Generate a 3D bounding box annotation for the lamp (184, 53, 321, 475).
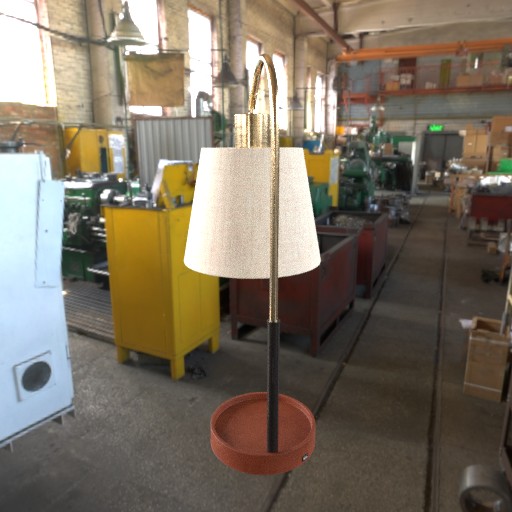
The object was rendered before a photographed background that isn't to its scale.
[{"bbox_3d":[0.000,0.000,0.658,0.211,0.536,0.273,-3,14,-10],"label":"lamp"}]
